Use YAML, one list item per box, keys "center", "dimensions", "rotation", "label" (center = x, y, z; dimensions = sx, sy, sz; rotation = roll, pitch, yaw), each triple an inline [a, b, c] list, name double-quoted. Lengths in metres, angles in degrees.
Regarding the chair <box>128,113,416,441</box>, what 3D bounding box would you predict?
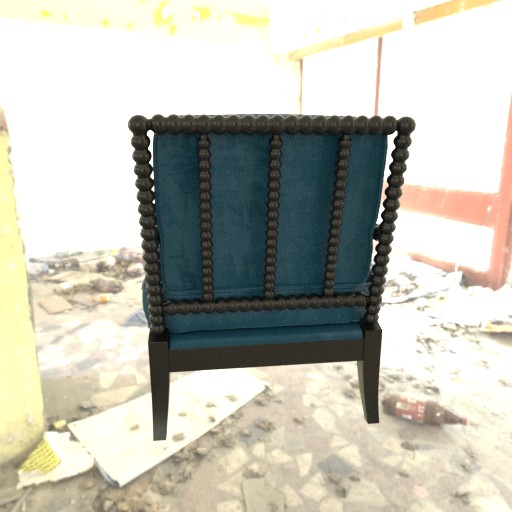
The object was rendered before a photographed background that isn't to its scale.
- center: [0.000, 0.000, 1.441]
  dimensions: [0.688, 0.857, 0.805]
  rotation: [-2, 15, -7]
  label: "chair"
